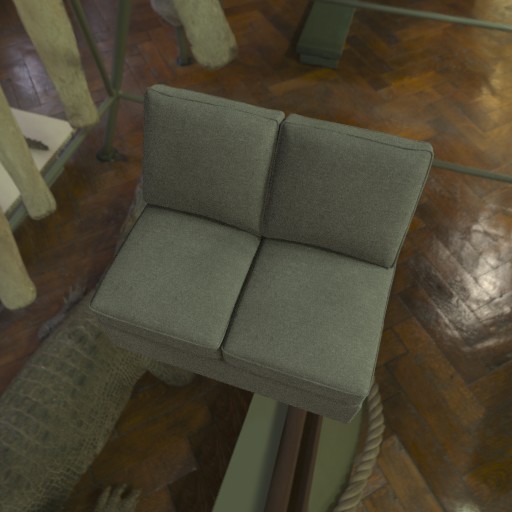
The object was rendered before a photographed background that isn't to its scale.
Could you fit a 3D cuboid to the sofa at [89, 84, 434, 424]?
[{"bbox_3d":[0.000,0.000,1.993,1.237,1.008,0.951,16,59,10],"label":"sofa"}]
